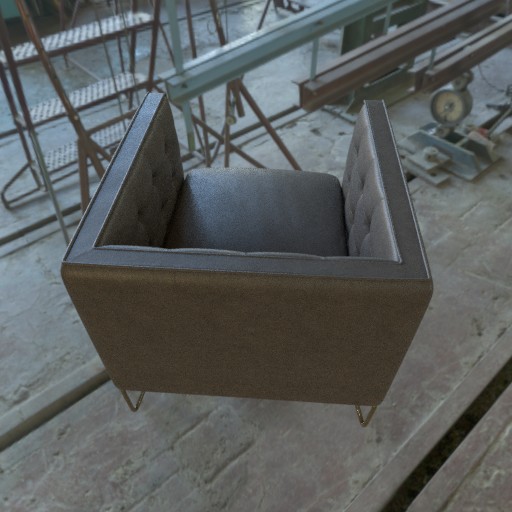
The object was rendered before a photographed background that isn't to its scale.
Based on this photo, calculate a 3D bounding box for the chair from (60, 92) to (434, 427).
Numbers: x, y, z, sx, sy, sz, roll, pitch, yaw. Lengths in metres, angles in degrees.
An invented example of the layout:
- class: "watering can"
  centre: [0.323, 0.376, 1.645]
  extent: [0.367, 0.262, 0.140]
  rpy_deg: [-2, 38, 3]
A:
- class: "chair"
  centre: [0.000, 0.000, 1.563]
  extent: [0.880, 0.790, 0.894]
  rpy_deg: [3, 47, 3]
